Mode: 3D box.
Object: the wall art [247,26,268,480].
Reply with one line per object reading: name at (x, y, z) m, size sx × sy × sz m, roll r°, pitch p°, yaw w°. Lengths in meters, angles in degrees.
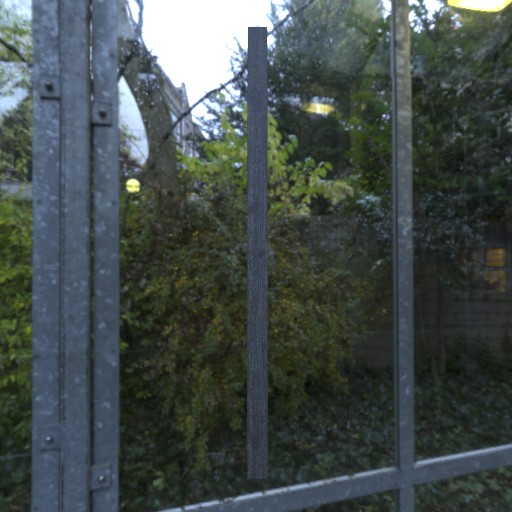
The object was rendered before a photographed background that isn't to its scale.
wall art at (0.000, 0.000, 0.679) m, size 0.027 × 0.459 × 0.462 m, roll 0°, pitch -2°, yaw 0°
